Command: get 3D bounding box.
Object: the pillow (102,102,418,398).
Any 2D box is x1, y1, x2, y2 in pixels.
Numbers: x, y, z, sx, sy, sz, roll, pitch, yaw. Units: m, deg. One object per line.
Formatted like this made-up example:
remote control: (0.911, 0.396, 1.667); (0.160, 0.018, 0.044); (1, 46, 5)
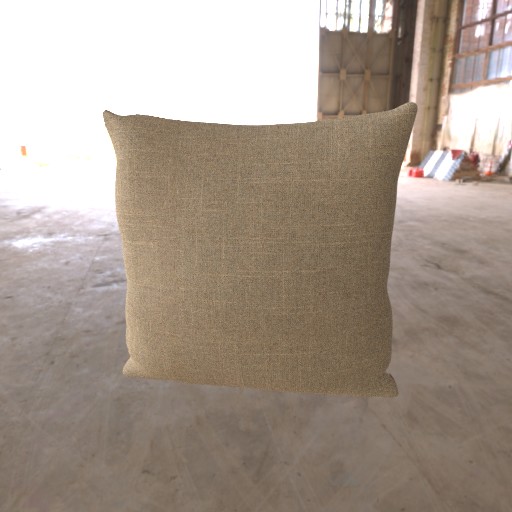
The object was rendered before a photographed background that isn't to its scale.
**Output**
pillow: (0.000, 0.000, 0.654); (0.439, 0.427, 0.182); (2, 16, 7)
